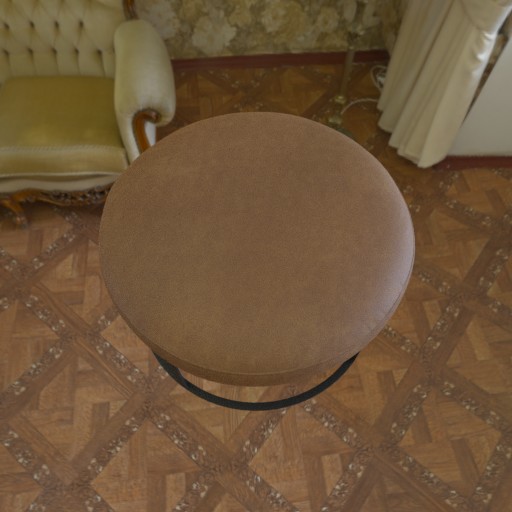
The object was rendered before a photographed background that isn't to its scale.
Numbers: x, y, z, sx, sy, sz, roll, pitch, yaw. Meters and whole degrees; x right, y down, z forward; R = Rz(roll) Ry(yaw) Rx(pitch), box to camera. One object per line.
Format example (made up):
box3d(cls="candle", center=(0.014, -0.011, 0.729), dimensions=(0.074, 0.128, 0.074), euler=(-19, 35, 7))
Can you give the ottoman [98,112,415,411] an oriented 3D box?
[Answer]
box3d(cls="ottoman", center=(0.000, 0.000, 1.231), dimensions=(0.771, 0.460, 0.771), euler=(0, 59, 0))
